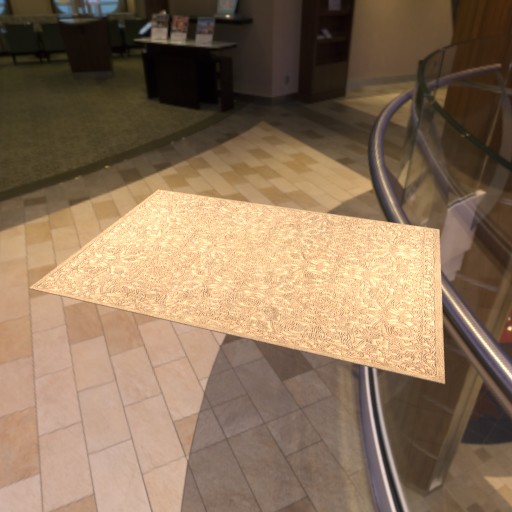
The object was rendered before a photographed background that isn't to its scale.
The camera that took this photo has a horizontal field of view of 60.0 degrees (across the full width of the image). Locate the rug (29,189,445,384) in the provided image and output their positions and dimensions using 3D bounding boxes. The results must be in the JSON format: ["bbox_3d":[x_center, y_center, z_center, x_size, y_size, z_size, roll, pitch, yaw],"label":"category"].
[{"bbox_3d":[0.000,0.000,2.318,1.827,0.006,1.221,10,33,16],"label":"rug"}]
